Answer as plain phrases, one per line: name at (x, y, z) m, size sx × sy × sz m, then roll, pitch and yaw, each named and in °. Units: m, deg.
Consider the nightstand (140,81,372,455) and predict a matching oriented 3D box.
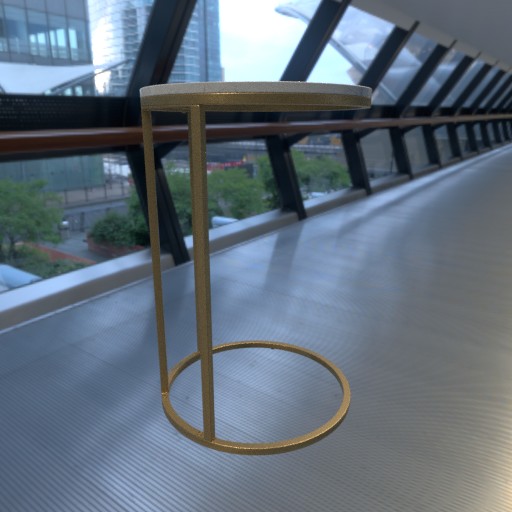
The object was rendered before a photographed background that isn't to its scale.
nightstand at (0.000, 0.000, 0.874) m, size 0.400 × 0.610 × 0.400 m, roll -3°, pitch 17°, yaw -9°
